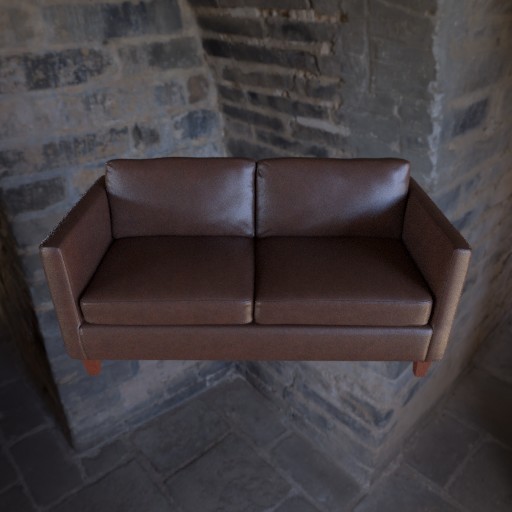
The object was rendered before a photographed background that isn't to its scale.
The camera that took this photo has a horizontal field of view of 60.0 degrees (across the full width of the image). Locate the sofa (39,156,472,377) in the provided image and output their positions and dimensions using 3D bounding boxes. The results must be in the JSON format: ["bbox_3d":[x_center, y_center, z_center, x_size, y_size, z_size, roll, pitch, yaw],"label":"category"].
[{"bbox_3d":[0.000,0.000,2.408,1.883,0.933,0.951,0,30,0],"label":"sofa"}]
